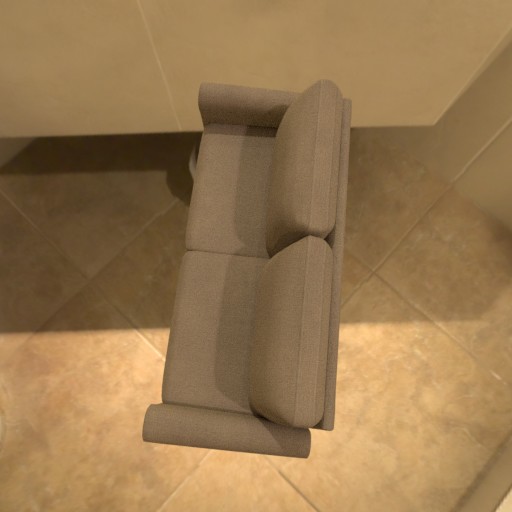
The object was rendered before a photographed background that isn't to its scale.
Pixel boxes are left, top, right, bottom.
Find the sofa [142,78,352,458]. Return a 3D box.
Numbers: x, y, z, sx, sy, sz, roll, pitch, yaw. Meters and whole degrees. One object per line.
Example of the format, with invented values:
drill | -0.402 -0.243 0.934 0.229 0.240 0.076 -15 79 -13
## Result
sofa | 0.000 0.000 2.391 0.842 0.942 1.935 6 74 2
